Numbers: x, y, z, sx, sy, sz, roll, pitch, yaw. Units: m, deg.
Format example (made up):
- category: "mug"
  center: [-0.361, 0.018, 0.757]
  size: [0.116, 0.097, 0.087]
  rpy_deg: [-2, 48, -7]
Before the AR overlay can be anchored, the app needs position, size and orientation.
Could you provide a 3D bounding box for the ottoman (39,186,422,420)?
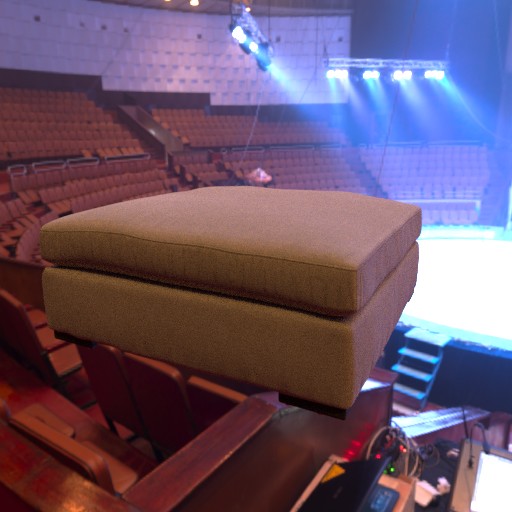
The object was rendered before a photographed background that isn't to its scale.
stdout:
- category: "ottoman"
  center: [0.000, 0.000, 1.824]
  size: [1.171, 0.517, 1.203]
  rpy_deg: [7, 16, 26]
